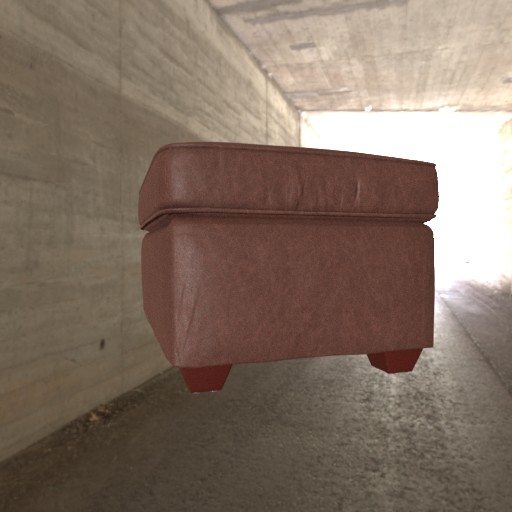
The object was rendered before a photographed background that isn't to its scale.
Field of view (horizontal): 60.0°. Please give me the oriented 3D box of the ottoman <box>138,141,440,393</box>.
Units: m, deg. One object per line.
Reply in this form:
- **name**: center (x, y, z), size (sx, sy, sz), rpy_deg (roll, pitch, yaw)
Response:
- **ottoman**: center (0.000, 0.000, 1.116), size (0.548, 0.449, 0.749), rpy_deg (0, 1, -18)
